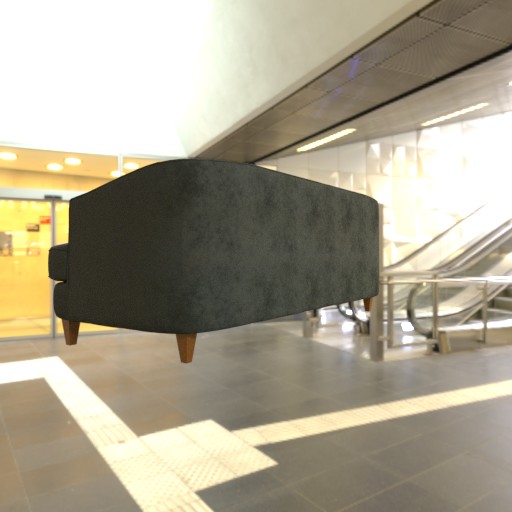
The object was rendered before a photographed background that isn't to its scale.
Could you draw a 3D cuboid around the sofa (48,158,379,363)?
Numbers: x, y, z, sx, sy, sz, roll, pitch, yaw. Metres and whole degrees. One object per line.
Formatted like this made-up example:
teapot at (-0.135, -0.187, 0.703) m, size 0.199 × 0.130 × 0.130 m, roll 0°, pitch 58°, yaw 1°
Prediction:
sofa at (0.000, 0.000, 2.809) m, size 0.941 × 0.855 × 2.278 m, roll 0°, pitch 1°, yaw 36°
